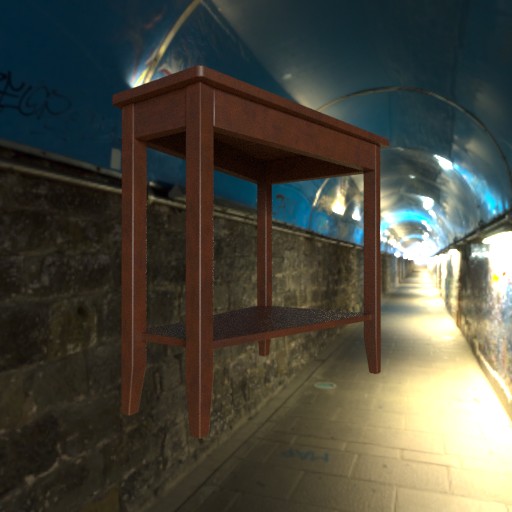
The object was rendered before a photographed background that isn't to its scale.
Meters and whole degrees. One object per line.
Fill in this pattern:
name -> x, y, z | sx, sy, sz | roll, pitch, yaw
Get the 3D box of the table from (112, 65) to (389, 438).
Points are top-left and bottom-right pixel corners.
table -> 0.000, 0.000, 0.994 | 0.399, 0.589, 0.605 | 0, -1, 36
